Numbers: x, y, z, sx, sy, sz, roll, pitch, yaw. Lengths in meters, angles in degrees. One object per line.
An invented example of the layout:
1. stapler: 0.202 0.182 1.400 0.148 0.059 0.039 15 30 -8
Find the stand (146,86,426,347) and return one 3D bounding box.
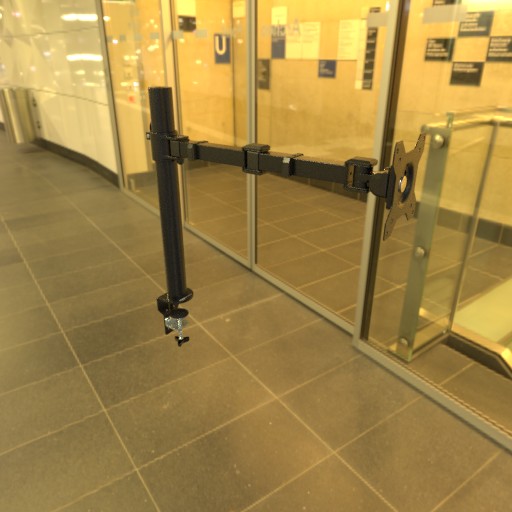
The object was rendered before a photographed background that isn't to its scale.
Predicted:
1. stand: 0.000 0.000 0.735 0.456 0.510 0.115 16 29 32
